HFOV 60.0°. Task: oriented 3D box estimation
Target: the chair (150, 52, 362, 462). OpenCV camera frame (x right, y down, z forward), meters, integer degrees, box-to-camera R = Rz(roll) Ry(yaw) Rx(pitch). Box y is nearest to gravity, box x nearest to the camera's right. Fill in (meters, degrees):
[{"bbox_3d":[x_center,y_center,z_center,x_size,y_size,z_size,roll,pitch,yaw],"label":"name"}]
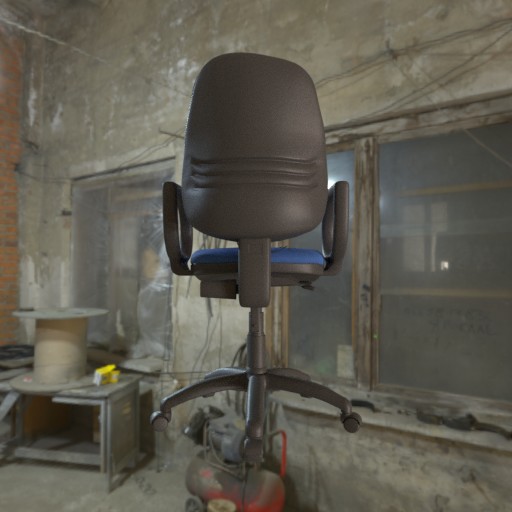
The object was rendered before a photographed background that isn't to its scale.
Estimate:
[{"bbox_3d":[0.000,0.000,1.221,0.552,0.905,0.549,0,-2,1],"label":"chair"}]
